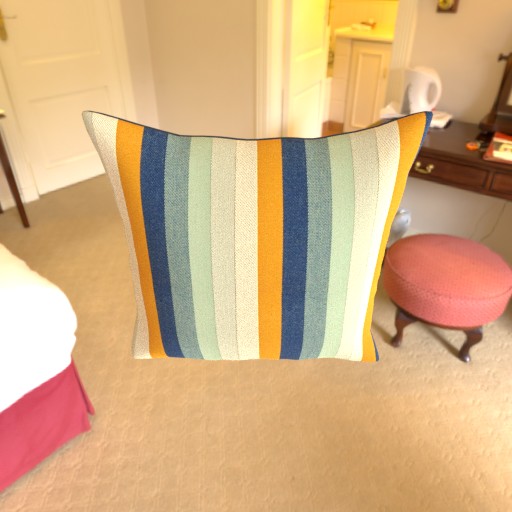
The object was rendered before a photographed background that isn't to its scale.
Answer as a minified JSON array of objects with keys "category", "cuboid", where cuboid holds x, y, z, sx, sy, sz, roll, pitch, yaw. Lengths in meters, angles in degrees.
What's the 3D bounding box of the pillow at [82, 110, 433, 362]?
[{"category":"pillow","cuboid":[0.000,0.000,0.705,0.463,0.454,0.173,1,33,1]}]
